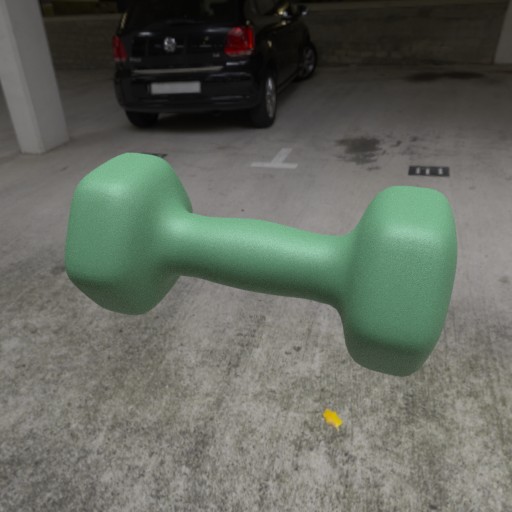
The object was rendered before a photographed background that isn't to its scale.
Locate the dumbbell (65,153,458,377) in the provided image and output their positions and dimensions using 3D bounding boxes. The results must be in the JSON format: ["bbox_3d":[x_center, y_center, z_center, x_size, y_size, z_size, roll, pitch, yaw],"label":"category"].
[{"bbox_3d":[0.000,0.000,0.316,0.257,0.114,0.126,10,34,15],"label":"dumbbell"}]
